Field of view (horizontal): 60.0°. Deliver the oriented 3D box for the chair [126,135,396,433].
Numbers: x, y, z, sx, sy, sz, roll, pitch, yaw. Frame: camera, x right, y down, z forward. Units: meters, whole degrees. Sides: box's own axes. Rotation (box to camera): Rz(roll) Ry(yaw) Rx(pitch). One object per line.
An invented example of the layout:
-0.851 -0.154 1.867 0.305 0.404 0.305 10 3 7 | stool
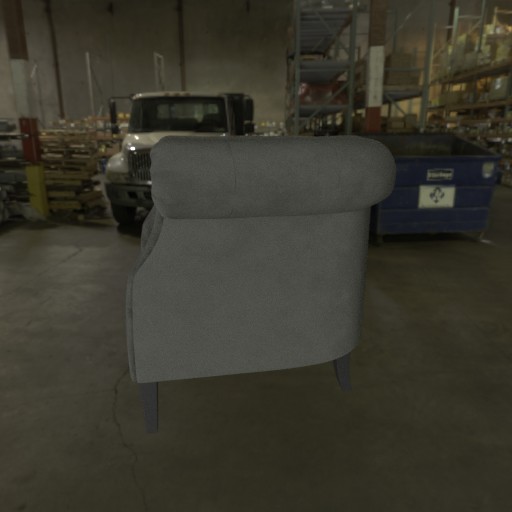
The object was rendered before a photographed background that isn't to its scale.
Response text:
0.000 0.000 1.576 0.851 0.826 0.904 -3 16 -10 | chair
